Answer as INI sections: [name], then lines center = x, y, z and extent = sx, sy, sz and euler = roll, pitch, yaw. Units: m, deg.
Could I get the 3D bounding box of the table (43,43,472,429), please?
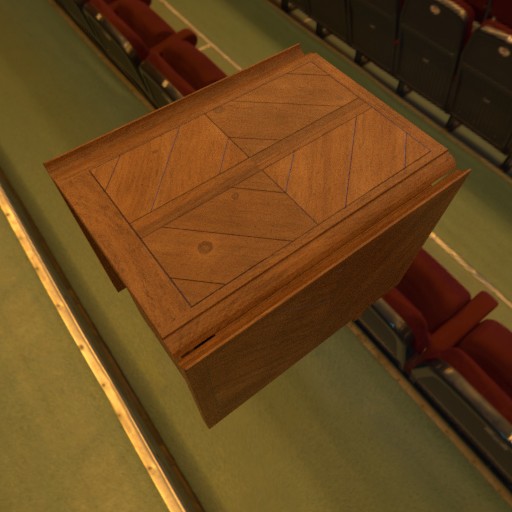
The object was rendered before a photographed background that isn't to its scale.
[table]
center = 0.000, 0.000, 1.299
extent = 0.746, 0.763, 0.591
euler = -33, 64, -19
